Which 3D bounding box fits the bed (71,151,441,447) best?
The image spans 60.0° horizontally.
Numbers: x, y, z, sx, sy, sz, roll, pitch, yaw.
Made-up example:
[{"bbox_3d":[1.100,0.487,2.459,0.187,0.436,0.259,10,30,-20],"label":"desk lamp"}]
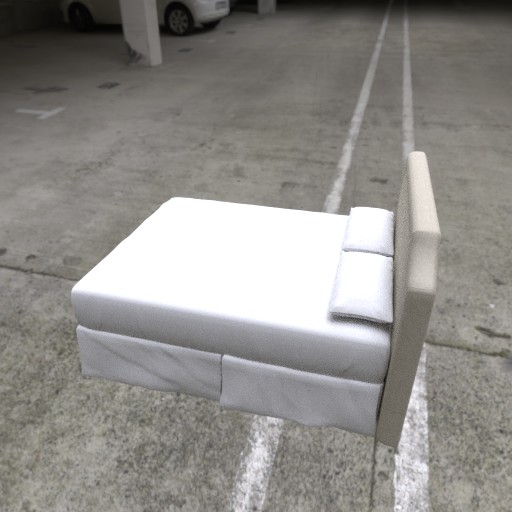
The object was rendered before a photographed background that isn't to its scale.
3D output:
[{"bbox_3d":[0.000,0.000,3.109,2.116,1.290,1.693,8,31,13],"label":"bed"}]
